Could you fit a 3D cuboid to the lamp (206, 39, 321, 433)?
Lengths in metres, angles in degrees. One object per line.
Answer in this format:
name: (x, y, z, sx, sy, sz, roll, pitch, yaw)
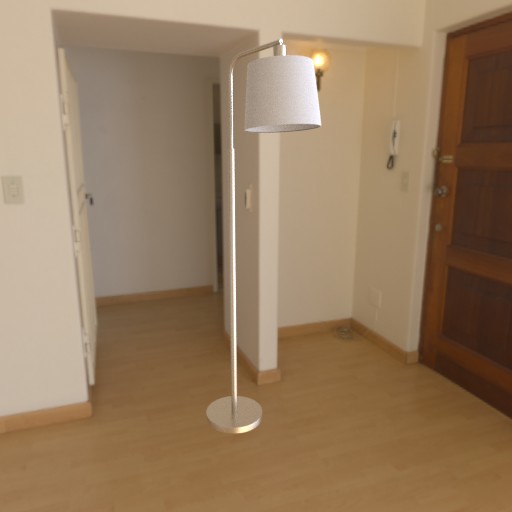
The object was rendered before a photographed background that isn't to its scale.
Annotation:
lamp: (0.000, 0.000, 1.678, 0.508, 1.478, 0.254, 12, 18, 43)
